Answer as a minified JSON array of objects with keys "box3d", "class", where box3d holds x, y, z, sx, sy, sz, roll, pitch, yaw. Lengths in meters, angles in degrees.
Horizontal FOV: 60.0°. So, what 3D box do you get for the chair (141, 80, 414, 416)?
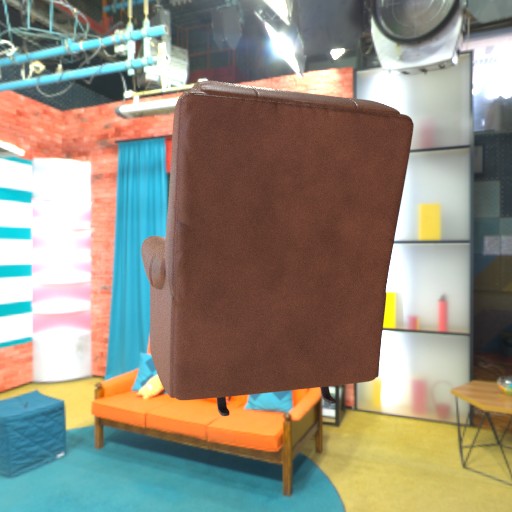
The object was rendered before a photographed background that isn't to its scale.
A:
[{"box3d":[0.000,0.000,1.770,0.838,1.054,1.014,0,1,-18],"class":"chair"}]
